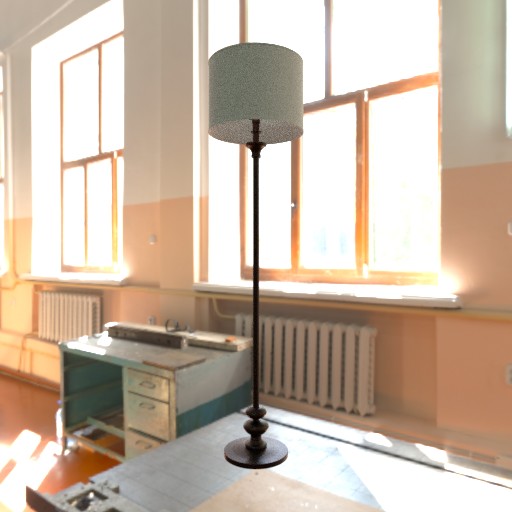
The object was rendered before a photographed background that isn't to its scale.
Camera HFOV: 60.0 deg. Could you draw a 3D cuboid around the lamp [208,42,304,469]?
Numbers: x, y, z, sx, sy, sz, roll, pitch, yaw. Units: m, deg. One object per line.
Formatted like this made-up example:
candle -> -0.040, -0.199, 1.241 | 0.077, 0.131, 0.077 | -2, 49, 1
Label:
lamp -> 0.000, 0.000, 1.664 | 0.356, 1.487, 0.356 | 0, 0, -18
